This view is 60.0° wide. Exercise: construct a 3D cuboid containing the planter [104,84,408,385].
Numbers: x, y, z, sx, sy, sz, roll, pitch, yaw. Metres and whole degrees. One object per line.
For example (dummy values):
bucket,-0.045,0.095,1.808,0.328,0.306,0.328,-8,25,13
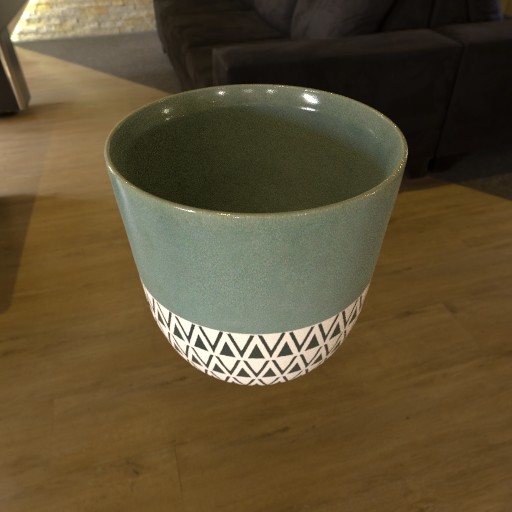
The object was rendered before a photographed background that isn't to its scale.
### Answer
planter,0.000,0.000,0.366,0.198,0.214,0.198,0,39,0
